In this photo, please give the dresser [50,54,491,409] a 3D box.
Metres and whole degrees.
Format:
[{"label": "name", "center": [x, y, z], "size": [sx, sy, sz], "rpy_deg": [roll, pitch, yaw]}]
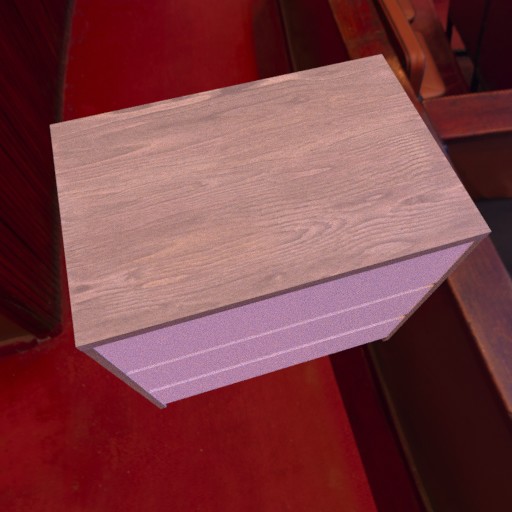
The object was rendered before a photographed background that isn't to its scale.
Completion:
[{"label": "dresser", "center": [0.000, 0.000, 1.274], "size": [0.809, 0.762, 0.529], "rpy_deg": [-15, 64, -7]}]
